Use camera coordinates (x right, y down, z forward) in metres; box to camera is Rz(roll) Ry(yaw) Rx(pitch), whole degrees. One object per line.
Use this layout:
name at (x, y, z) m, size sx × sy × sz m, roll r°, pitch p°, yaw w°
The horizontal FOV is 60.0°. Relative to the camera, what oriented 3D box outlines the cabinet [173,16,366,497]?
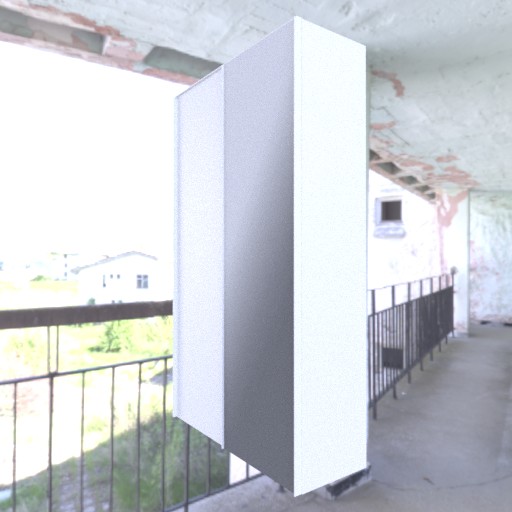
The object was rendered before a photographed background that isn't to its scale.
cabinet at (0.000, 0.000, 2.626) m, size 0.480 × 2.160 × 1.250 m, roll 0°, pitch 0°, yaw -36°
